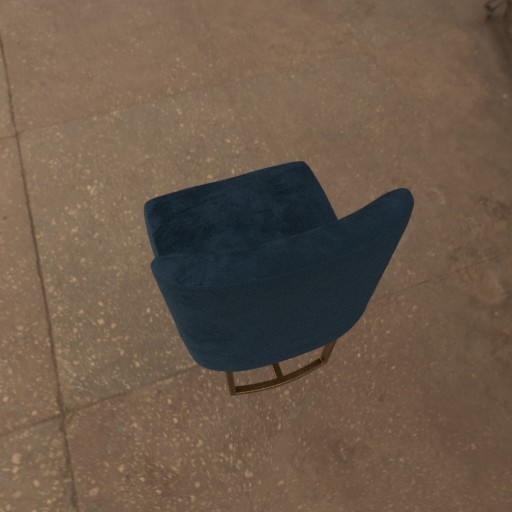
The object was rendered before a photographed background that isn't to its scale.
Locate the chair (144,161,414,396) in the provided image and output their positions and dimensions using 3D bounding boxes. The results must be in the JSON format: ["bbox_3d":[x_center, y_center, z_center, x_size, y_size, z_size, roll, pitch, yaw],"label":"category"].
[{"bbox_3d":[0.000,0.000,1.206,0.530,0.824,0.560,-16,60,-10],"label":"chair"}]
